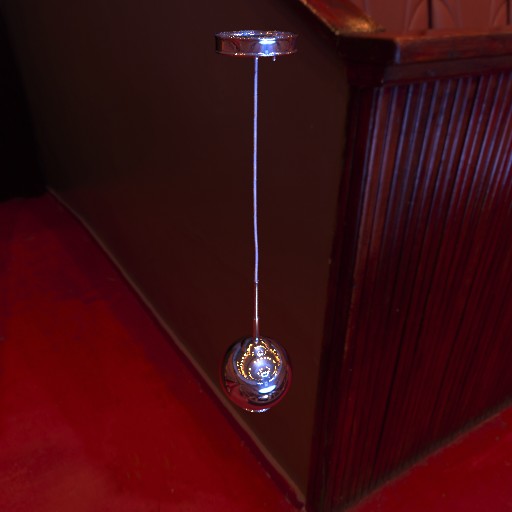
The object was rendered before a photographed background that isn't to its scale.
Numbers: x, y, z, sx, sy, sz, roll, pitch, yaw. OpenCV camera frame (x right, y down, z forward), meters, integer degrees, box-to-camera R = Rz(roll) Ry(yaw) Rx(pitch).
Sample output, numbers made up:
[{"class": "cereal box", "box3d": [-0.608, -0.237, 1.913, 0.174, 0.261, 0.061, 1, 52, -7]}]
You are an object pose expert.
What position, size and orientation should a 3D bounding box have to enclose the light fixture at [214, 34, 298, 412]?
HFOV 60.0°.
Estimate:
[{"class": "light fixture", "box3d": [0.000, 0.000, 1.714, 0.336, 1.538, 0.336, -20, 36, -30]}]
